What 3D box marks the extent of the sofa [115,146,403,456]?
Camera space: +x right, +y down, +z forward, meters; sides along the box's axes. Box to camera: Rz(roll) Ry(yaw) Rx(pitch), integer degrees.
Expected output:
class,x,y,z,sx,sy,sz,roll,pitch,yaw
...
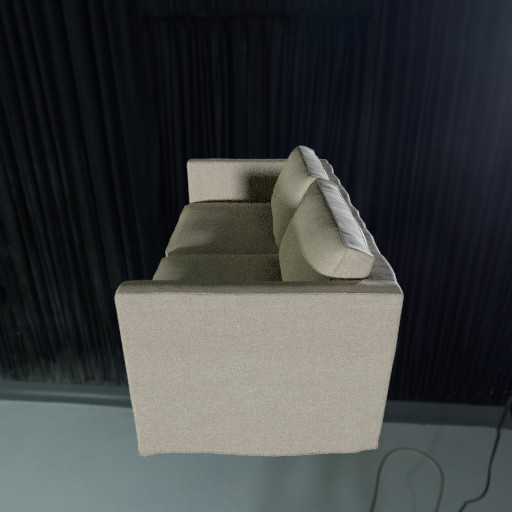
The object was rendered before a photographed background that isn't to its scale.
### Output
class,x,y,z,sx,sy,sz,roll,pitch,yaw
sofa,0.000,0.000,2.284,0.956,0.828,1.766,0,26,0
